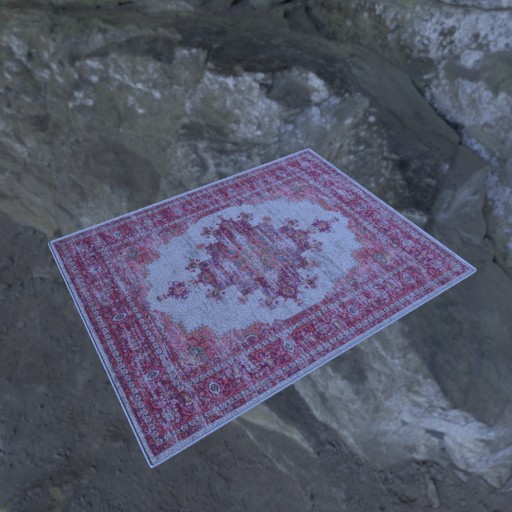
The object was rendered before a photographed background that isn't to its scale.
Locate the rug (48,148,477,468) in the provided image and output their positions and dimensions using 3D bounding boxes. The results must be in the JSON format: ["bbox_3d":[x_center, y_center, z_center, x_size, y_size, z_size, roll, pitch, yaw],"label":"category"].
[{"bbox_3d":[0.000,0.000,4.068,3.123,0.017,2.447,-24,49,-23],"label":"rug"}]
